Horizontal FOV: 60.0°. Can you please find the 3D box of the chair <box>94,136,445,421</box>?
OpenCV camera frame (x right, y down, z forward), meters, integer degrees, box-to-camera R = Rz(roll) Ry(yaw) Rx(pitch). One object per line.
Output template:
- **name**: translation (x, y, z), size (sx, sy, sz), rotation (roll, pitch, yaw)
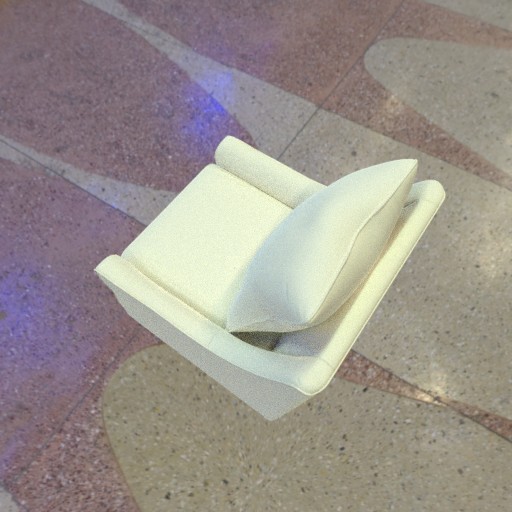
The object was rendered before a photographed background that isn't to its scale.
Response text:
- **chair**: translation (0.000, 0.000, 1.574), size (0.876, 0.965, 0.756), rotation (32, 67, 16)
